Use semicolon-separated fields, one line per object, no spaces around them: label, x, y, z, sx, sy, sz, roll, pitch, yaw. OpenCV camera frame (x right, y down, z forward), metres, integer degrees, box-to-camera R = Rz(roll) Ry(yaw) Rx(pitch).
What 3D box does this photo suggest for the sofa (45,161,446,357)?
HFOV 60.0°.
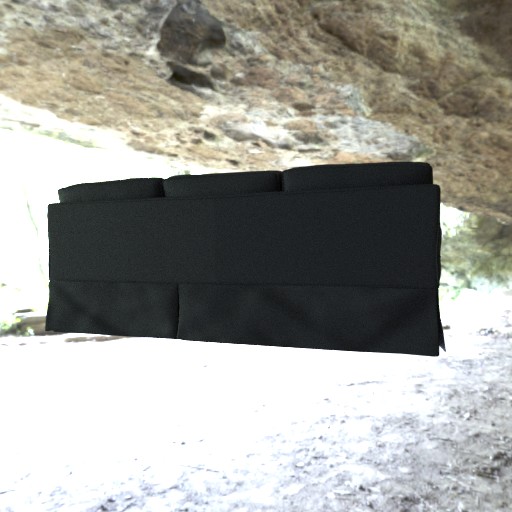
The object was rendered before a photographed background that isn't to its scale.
sofa;0.000;0.000;3.356;2.518;1.039;1.637;0;0;18
